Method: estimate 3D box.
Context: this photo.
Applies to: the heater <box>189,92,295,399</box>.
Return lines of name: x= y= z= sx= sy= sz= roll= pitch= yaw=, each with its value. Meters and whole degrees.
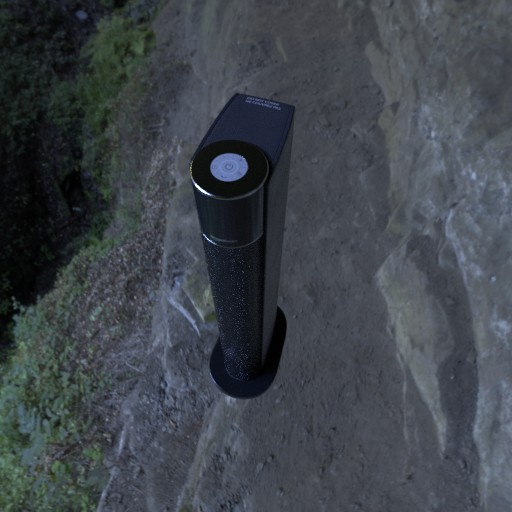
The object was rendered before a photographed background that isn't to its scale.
heater: x=0.000 y=0.000 z=1.038 sx=0.214 sy=0.856 sz=0.458 roll=16 pitch=59 yaw=10
